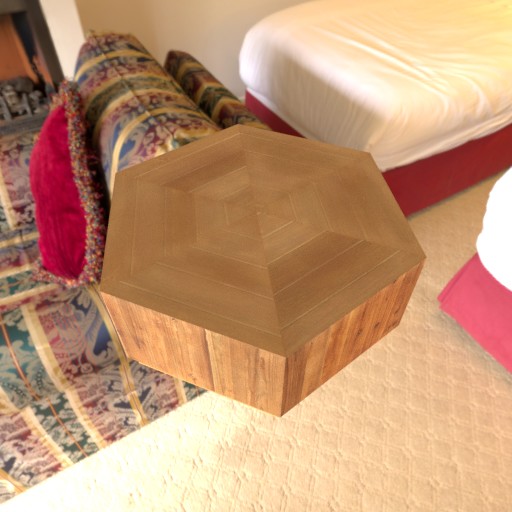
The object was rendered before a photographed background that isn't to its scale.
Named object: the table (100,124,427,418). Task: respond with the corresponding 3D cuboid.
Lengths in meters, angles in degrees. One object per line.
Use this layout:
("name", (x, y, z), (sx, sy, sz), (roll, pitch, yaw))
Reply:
("table", (0.000, 0.000, 1.700), (1.154, 0.456, 1.000), (17, 49, 15))
